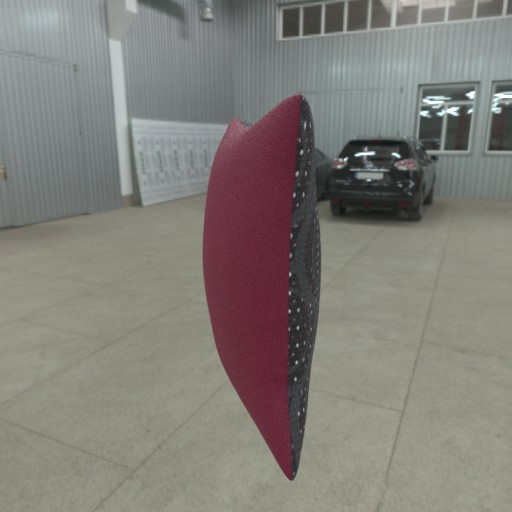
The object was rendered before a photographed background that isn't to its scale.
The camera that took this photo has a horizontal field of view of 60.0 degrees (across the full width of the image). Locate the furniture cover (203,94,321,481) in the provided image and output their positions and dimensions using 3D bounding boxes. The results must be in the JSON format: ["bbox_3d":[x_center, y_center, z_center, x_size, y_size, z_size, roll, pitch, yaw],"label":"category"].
[{"bbox_3d":[0.000,0.000,0.810,0.193,0.509,0.552,-3,15,-10],"label":"furniture cover"}]
